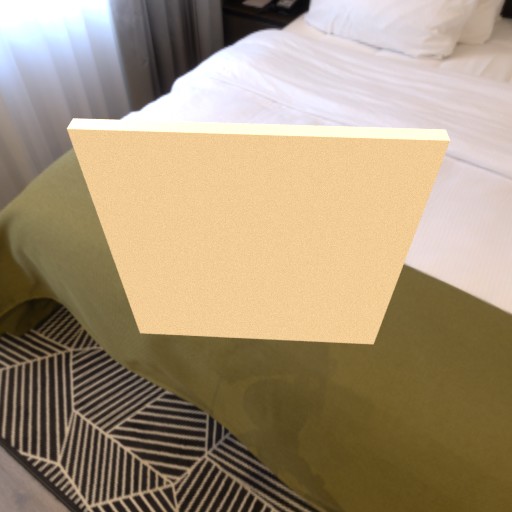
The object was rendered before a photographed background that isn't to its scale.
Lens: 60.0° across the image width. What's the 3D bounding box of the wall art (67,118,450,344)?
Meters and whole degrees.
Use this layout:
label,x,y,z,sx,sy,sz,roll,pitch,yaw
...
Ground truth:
label,x,y,z,sx,sy,sz,roll,pitch,yaw
wall art,0.000,0.000,0.862,0.559,0.559,0.028,2,48,2
